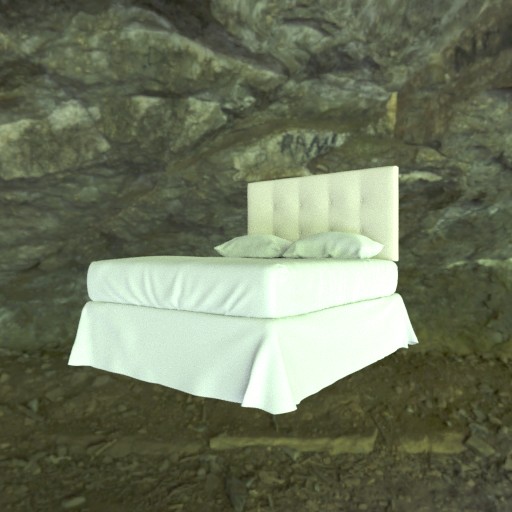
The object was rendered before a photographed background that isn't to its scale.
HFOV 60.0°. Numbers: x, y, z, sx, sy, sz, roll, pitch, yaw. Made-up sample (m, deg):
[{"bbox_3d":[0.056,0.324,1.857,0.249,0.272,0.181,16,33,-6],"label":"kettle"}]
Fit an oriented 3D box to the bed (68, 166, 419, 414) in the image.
[{"bbox_3d":[0.000,0.000,3.544,1.936,1.577,2.222,0,0,36],"label":"bed"}]
